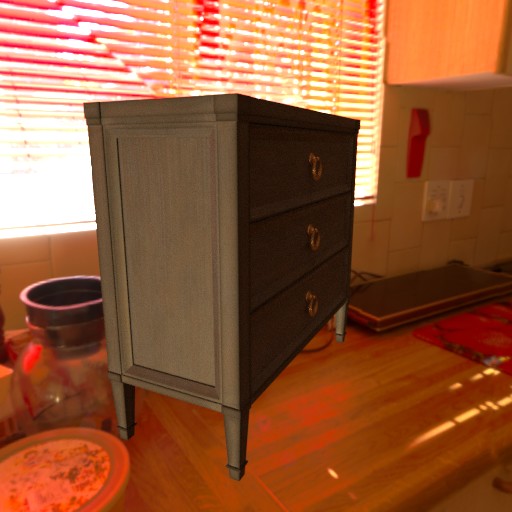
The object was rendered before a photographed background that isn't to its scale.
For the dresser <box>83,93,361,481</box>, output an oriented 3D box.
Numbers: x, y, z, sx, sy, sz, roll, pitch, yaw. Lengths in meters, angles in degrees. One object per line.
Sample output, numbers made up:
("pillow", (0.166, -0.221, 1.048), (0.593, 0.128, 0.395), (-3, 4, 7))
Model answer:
("dresser", (0.000, 0.000, 1.604), (0.463, 0.986, 1.049), (7, 15, 26))
